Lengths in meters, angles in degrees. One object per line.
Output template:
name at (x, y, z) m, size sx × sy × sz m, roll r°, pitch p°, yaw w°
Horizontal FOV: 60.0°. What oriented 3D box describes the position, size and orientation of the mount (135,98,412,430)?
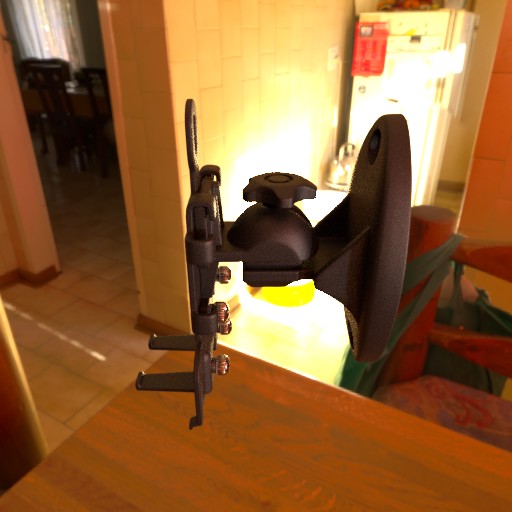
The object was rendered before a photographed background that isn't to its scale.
mount at (0.000, 0.000, 0.175) m, size 0.100 × 0.118 × 0.066 m, roll 0°, pitch 27°, yaw -1°
